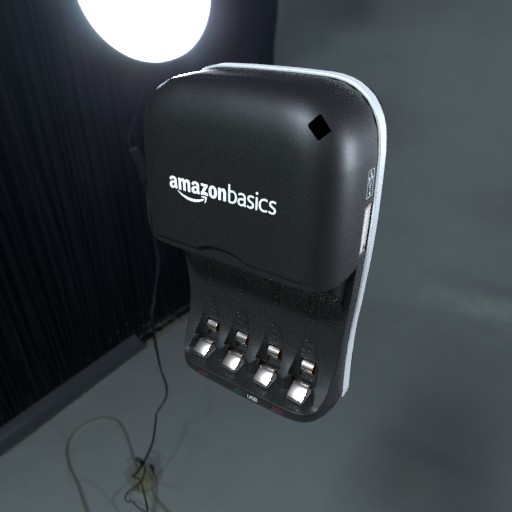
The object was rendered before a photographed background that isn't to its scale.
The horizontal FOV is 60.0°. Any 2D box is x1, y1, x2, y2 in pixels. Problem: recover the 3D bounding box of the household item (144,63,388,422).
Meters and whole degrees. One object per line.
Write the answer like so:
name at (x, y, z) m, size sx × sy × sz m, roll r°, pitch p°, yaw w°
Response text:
household item at (0.000, 0.000, 0.147) m, size 0.070 × 0.114 × 0.038 m, roll 18°, pitch 35°, yaw 28°
